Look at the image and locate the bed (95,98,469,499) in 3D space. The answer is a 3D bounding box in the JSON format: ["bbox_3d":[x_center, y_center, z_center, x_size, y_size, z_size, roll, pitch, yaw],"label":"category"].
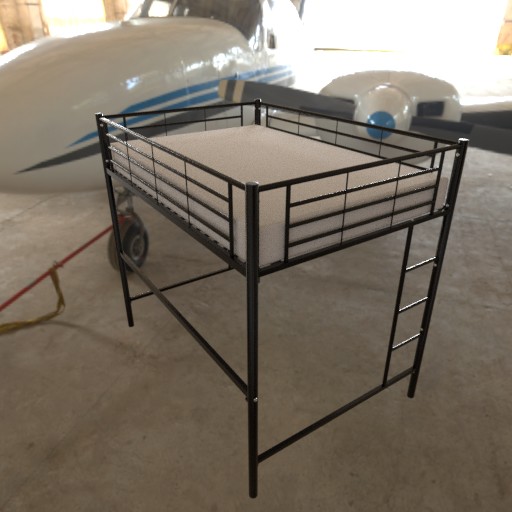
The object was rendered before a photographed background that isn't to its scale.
[{"bbox_3d":[0.000,0.000,3.127,1.397,1.803,1.994,-17,31,-30],"label":"bed"}]
